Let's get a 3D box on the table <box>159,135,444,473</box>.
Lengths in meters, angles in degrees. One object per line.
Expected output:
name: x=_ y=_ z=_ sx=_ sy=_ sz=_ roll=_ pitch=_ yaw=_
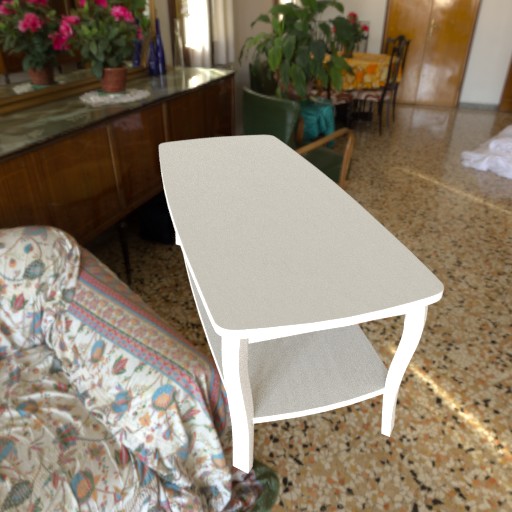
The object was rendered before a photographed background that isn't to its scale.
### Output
table: x=0.000 y=0.000 z=1.544 sx=0.561 sy=0.474 sz=1.334 roll=-8 pitch=31 yaw=-13
